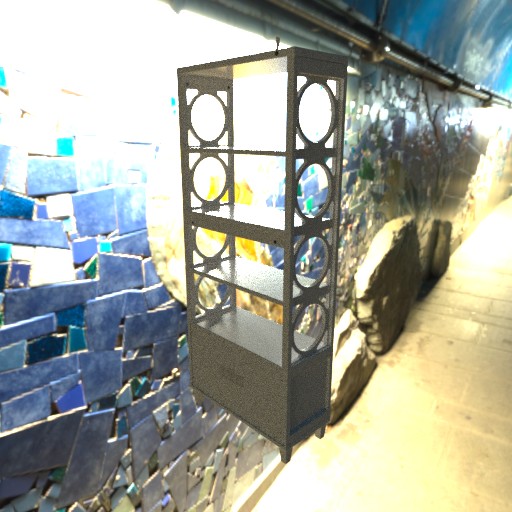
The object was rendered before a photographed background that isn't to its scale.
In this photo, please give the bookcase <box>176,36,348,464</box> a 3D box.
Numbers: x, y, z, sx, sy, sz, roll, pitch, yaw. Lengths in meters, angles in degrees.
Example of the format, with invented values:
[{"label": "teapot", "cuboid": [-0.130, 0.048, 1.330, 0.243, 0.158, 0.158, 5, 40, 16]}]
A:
[{"label": "bookcase", "cuboid": [0.000, 0.000, 2.214, 0.361, 1.869, 0.761, -14, 21, -42]}]
